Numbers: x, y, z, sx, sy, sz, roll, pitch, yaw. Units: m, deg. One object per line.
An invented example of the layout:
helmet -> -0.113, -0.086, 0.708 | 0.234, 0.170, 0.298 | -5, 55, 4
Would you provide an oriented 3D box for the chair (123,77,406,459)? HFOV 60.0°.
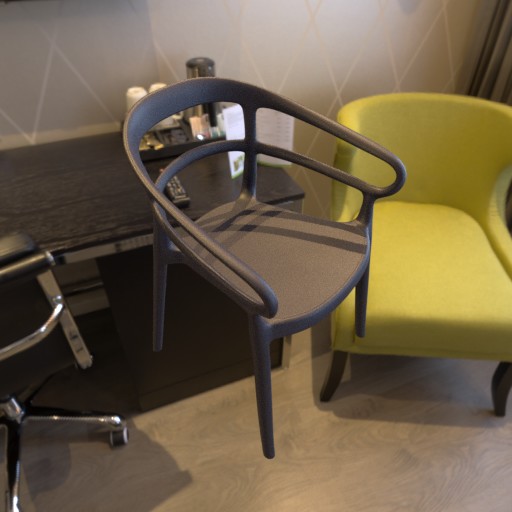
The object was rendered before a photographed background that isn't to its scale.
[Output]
chair -> 0.000, 0.000, 1.148 | 0.527, 0.761, 0.559 | 27, 47, 28
